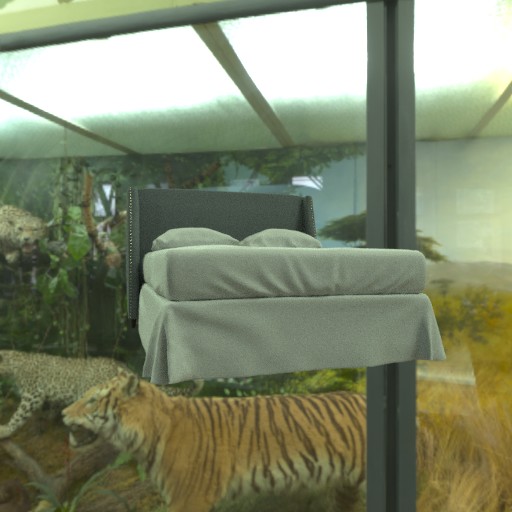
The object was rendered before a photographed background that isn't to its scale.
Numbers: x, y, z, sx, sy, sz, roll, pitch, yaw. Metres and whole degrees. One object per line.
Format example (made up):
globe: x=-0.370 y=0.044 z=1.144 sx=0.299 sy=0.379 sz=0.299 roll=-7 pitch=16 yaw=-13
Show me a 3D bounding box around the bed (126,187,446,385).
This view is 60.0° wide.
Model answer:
bed: x=0.000 y=0.000 z=3.508 sx=1.925 sy=1.332 sz=2.276 roll=0 pitch=0 yaw=-18
